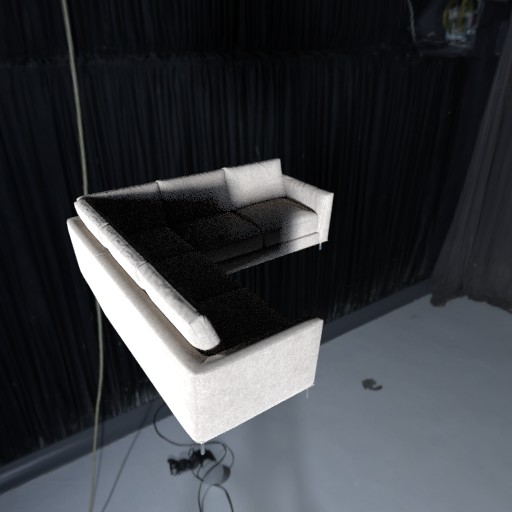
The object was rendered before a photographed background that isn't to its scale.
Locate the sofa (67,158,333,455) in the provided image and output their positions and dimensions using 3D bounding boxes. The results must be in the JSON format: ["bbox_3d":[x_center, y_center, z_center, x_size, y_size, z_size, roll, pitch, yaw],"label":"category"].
[{"bbox_3d":[0.000,0.000,3.722,2.438,0.864,2.438,-18,32,-31],"label":"sofa"}]
